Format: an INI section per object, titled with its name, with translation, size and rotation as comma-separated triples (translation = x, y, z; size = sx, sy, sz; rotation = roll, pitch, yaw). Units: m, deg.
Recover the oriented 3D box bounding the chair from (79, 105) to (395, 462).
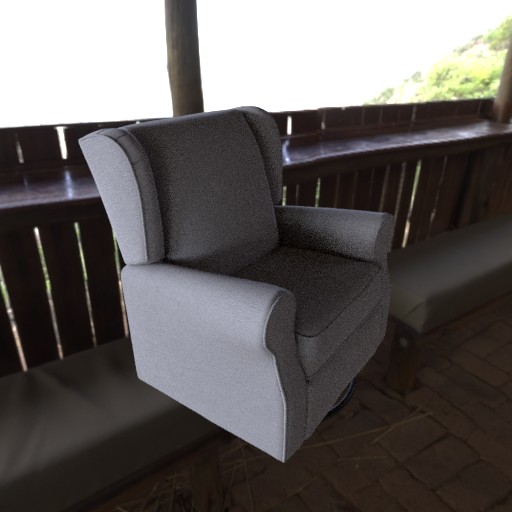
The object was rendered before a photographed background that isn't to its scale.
[chair]
translation = 0.000, 0.000, 1.659
size = 0.854, 0.966, 0.906
rotation = 18, 31, 32
